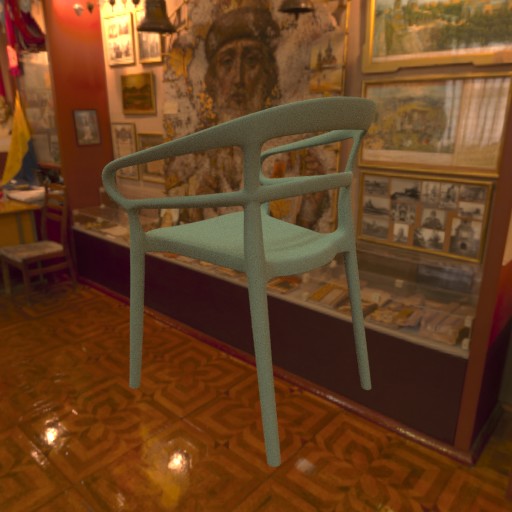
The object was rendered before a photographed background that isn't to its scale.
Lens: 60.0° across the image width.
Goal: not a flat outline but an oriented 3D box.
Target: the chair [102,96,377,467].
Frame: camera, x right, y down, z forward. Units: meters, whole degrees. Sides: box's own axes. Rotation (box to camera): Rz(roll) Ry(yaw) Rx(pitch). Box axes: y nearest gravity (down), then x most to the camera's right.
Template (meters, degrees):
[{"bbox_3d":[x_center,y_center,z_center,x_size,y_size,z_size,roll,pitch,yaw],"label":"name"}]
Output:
[{"bbox_3d":[0.000,0.000,1.146,0.527,0.761,0.559,16,24,41],"label":"chair"}]
